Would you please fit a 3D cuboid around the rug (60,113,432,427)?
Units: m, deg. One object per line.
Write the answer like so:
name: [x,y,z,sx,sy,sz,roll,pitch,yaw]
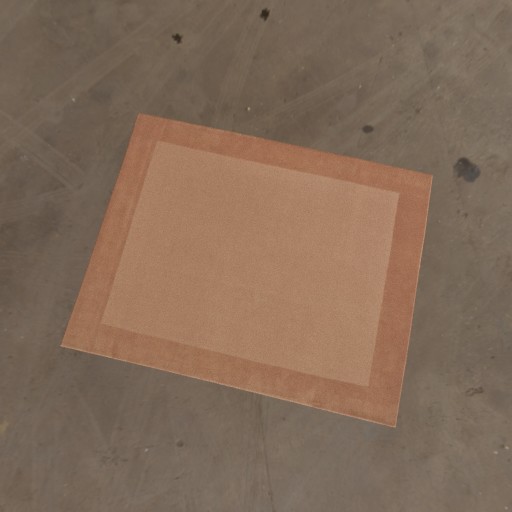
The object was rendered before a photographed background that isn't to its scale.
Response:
rug: [0.000,0.000,4.203,3.057,0.021,2.431,13,76,3]
